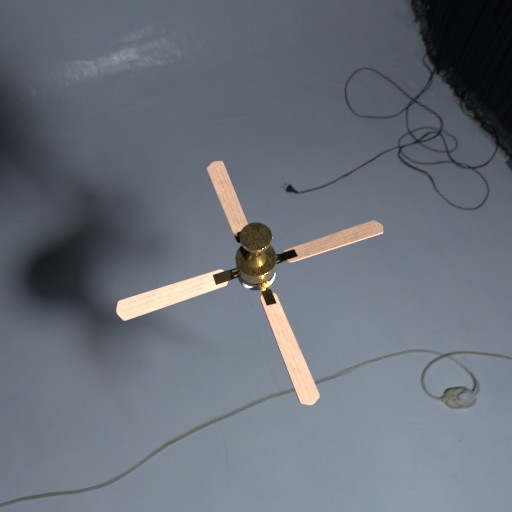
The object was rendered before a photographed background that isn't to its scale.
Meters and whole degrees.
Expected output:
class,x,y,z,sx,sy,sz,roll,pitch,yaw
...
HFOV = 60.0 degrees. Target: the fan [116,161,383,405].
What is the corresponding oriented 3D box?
class,x,y,z,sx,sy,sz,roll,pitch,yaw
fan,0.000,0.000,1.982,1.320,0.355,1.320,-18,64,-9
